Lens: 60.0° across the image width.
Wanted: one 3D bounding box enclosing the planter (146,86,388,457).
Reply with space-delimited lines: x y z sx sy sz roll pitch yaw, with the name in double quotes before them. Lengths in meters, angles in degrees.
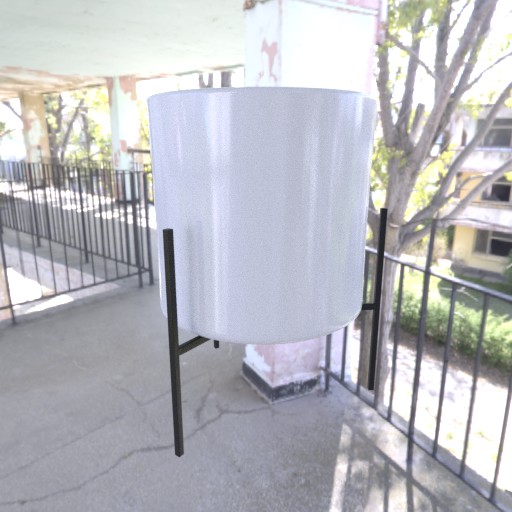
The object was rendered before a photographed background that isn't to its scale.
"planter" 0.000 0.000 0.719 0.360 0.480 0.361 -8 17 -27
